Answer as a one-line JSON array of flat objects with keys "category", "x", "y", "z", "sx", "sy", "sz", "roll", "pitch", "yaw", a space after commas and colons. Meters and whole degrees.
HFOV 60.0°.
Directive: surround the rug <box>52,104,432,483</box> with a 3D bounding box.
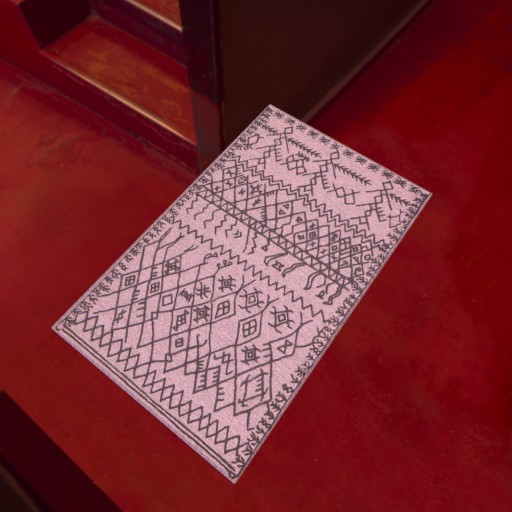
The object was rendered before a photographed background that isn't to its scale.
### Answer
[{"category": "rug", "x": 0.000, "y": 0.000, "z": 3.136, "sx": 1.526, "sy": 0.012, "sz": 2.444, "roll": 34, "pitch": 69, "yaw": 15}]
